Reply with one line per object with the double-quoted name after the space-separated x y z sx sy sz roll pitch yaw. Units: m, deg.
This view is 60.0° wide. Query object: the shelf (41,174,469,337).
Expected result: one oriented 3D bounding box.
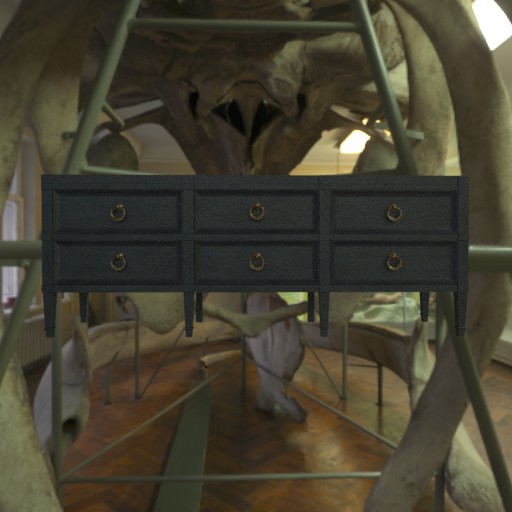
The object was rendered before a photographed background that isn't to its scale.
0.000 0.000 2.173 1.878 0.715 0.471 0 1 -1 "shelf"
